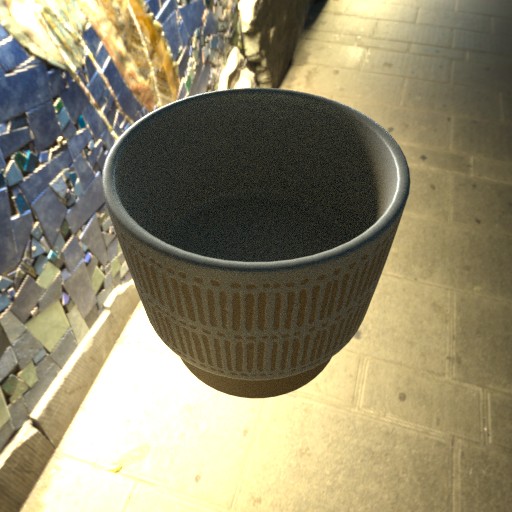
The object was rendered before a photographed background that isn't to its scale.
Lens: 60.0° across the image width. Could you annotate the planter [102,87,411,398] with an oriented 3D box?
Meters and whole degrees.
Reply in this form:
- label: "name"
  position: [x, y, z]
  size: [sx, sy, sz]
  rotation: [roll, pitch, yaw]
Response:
- label: "planter"
  position: [0.000, 0.000, 0.575]
  size: [0.317, 0.303, 0.317]
  rotation: [0, 47, 0]
